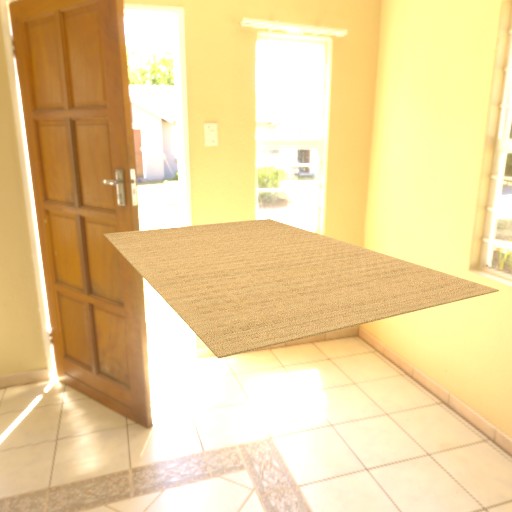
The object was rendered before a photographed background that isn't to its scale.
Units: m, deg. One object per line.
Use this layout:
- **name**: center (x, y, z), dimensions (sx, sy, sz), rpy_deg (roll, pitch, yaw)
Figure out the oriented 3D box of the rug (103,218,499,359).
- **rug**: center (0.000, 0.000, 2.159), dimensions (1.142, 0.006, 1.752), rpy_deg (-8, 17, -27)
